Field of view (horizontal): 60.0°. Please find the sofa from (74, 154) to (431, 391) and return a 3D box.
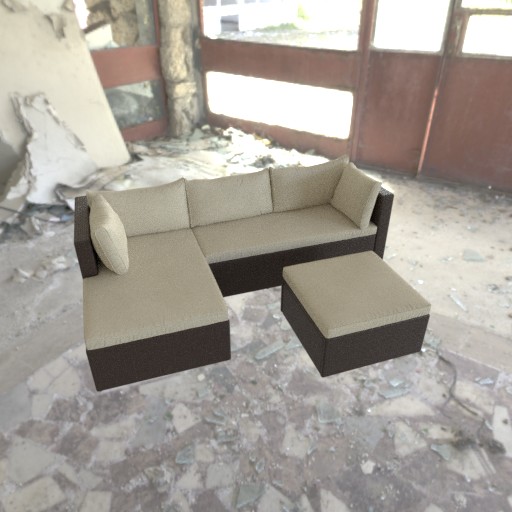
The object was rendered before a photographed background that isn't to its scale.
[{"bbox_3d":[0.000,0.000,2.946,2.192,0.766,1.612,-10,33,-16],"label":"sofa"}]
